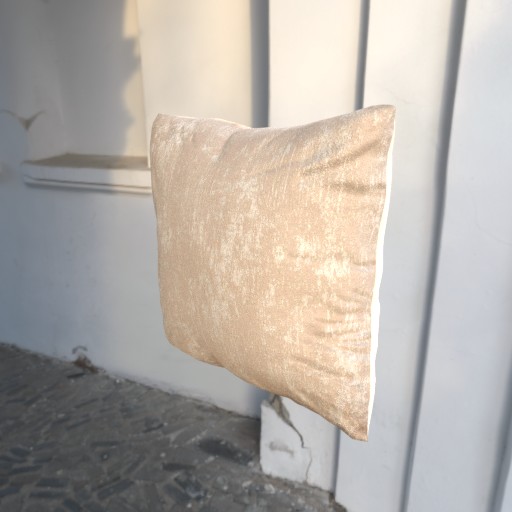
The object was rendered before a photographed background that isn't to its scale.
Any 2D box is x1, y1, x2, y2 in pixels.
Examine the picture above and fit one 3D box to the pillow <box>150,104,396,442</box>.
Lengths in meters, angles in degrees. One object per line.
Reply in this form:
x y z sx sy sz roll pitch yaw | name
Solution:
0.000 0.000 0.709 0.450 0.448 0.245 16 23 42 | pillow
